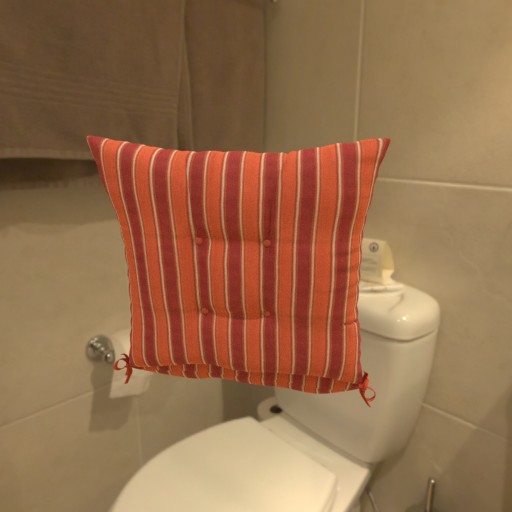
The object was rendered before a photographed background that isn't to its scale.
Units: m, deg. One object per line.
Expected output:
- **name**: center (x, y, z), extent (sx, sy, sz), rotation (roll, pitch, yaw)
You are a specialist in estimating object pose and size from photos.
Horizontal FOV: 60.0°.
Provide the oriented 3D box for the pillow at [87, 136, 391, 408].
- **pillow**: center (0.000, 0.000, 1.020), extent (0.541, 0.536, 0.585), rotation (2, 16, 9)
